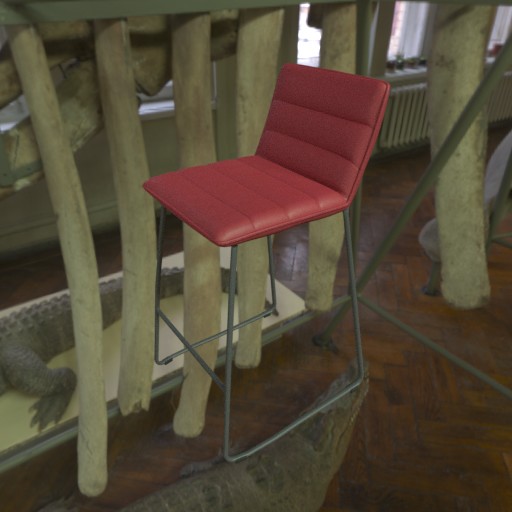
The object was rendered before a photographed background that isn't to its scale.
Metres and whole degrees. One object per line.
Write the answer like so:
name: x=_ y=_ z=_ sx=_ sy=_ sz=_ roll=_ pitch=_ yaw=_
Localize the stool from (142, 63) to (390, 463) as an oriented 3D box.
stool: x=0.000 y=0.000 z=1.247 sx=0.524 sy=0.937 sz=0.489 roll=-20 pitch=37 yaw=-30
